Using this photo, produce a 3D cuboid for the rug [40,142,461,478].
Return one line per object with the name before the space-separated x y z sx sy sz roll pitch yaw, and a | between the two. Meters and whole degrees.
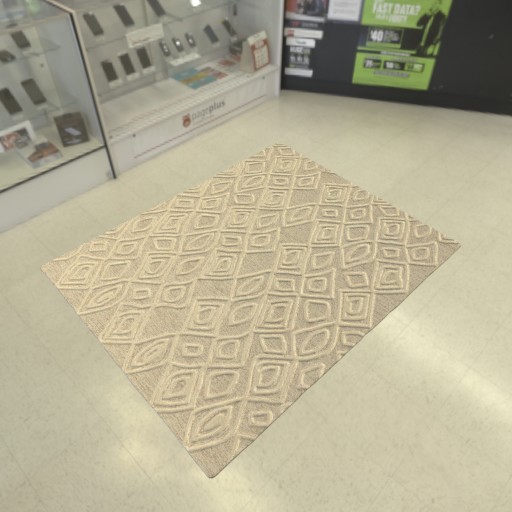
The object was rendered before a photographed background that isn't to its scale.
rug | 0.000 0.000 4.079 3.049 0.025 2.449 -34 55 -28
